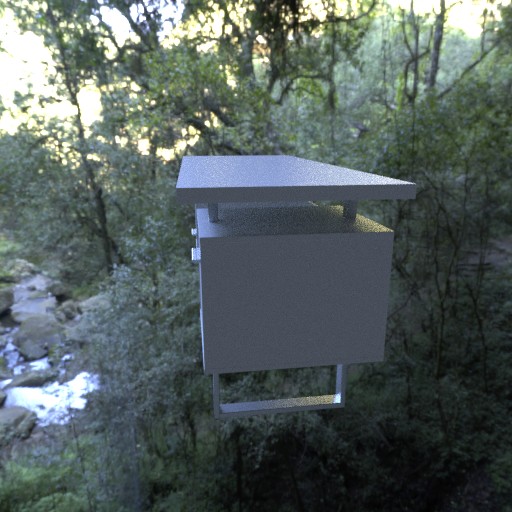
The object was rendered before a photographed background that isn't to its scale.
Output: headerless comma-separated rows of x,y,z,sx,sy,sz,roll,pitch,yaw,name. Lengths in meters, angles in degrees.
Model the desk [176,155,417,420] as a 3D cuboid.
0.000,0.000,1.913,0.603,0.773,1.530,-2,16,-8,desk
